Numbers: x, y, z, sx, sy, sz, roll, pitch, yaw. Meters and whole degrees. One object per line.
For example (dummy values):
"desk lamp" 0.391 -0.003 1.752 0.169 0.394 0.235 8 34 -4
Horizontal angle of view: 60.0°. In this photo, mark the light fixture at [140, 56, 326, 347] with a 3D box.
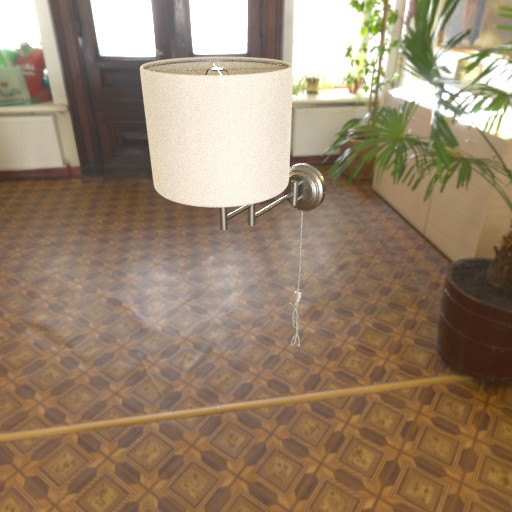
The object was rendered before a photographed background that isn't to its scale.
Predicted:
"light fixture" 0.000 0.000 1.029 0.253 0.842 0.479 19 35 30
